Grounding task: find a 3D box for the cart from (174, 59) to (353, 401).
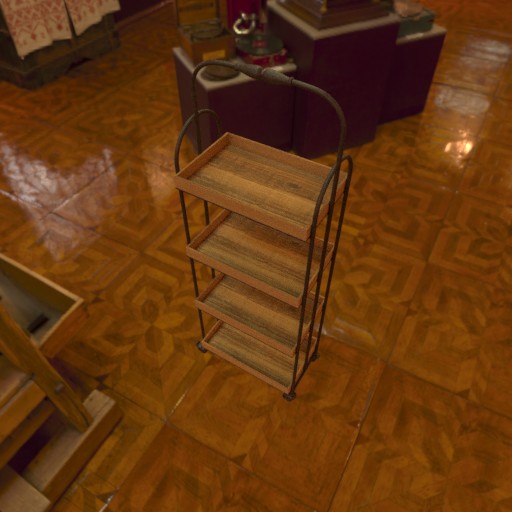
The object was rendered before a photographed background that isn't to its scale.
[{"bbox_3d":[0.000,0.000,1.717,0.581,1.481,0.308,24,52,21],"label":"cart"}]
